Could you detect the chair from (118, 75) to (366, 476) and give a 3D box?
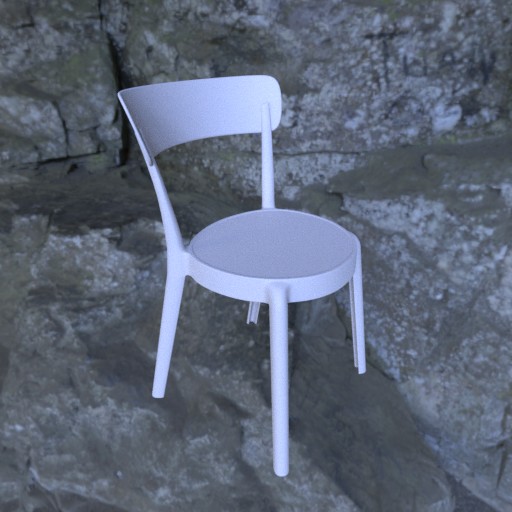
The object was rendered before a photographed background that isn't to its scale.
[{"bbox_3d":[0.000,0.000,1.102,0.491,0.790,0.506,19,32,32],"label":"chair"}]
